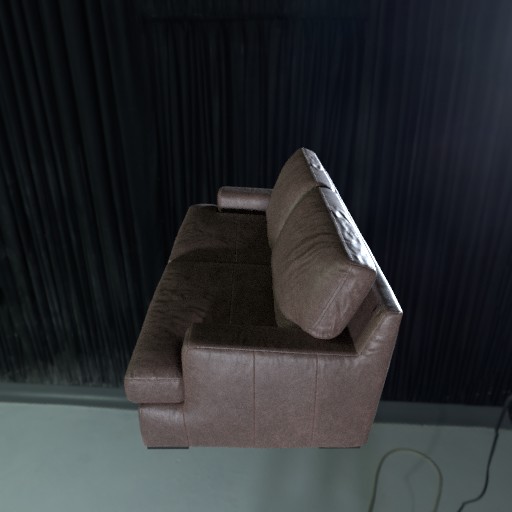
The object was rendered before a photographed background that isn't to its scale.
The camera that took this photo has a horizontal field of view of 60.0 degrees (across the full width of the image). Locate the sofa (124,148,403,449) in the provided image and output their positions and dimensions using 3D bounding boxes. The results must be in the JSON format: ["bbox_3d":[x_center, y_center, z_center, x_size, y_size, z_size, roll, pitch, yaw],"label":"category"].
[{"bbox_3d":[0.000,0.000,2.799,1.143,0.941,2.261,0,26,0],"label":"sofa"}]
